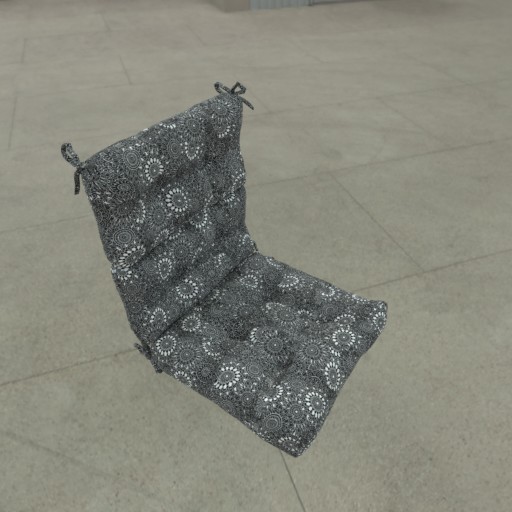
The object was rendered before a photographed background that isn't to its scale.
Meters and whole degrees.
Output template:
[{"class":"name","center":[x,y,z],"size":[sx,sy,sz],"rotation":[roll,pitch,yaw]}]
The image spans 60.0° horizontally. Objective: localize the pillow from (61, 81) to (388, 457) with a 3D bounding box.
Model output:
[{"class":"pillow","center":[0.000,0.000,1.032],"size":[0.571,0.605,0.519],"rotation":[24,46,26]}]
